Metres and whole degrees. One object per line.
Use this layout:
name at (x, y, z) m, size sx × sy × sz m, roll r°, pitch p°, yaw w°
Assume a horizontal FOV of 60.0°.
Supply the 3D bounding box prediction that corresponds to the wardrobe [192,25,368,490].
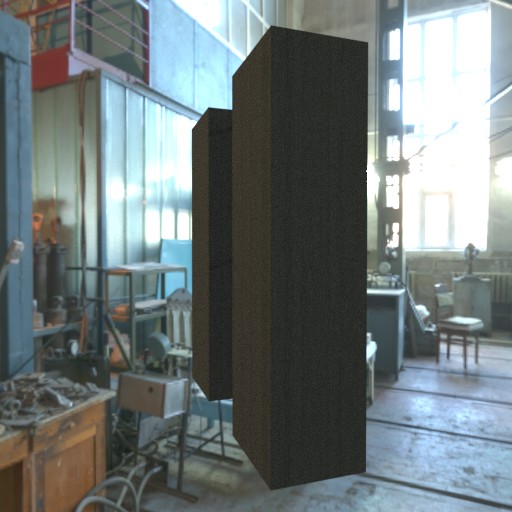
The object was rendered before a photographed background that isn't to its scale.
wardrobe at (0.000, 0.000, 2.819) m, size 0.480 × 2.000 × 1.770 m, roll 0°, pitch 1°, yaw -19°
